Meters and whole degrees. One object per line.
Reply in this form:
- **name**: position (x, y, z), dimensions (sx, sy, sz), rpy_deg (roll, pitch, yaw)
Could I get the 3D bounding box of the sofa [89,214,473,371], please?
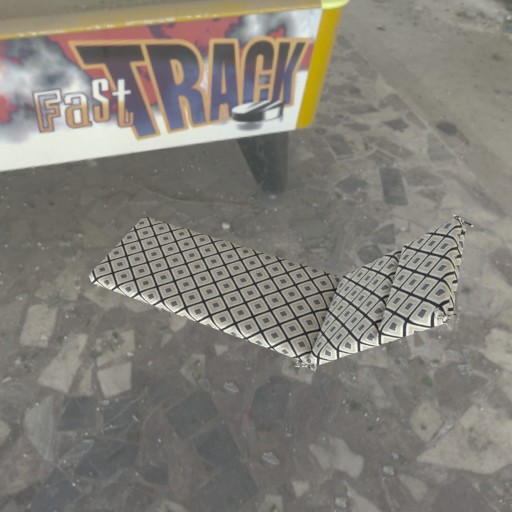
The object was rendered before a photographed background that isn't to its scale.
- **sofa**: position (0.000, 0.000, 2.028), dimensions (1.663, 0.622, 0.582), rpy_deg (17, 48, 16)
